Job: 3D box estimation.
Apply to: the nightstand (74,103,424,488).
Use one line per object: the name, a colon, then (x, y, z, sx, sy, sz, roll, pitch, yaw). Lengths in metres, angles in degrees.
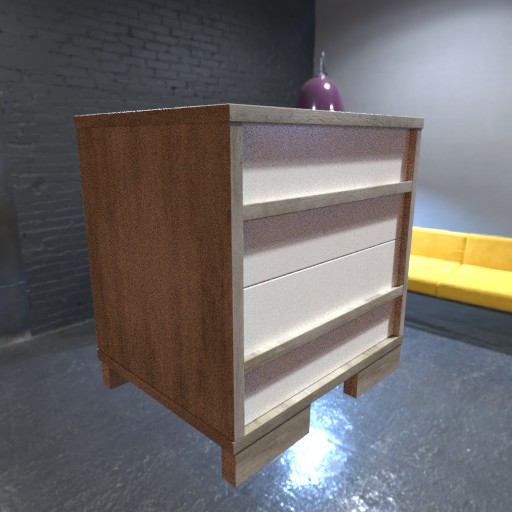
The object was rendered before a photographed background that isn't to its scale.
nightstand: (0.000, 0.000, 0.747, 0.347, 0.448, 0.427, 14, 20, 43)
